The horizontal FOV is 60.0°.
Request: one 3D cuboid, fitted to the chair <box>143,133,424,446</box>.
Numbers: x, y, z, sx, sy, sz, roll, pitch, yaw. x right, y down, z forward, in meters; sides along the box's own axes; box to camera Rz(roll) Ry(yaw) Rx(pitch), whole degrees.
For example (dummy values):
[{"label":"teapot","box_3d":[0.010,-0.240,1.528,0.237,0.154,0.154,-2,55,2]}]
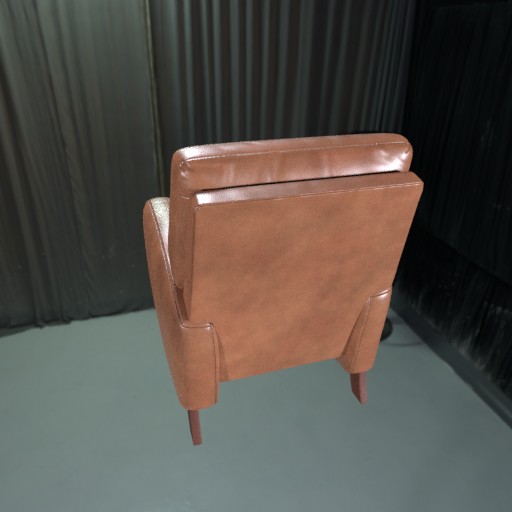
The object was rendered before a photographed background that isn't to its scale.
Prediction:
[{"label":"chair","box_3d":[0.000,0.000,1.645,0.762,0.990,0.990,-8,27,-16]}]
